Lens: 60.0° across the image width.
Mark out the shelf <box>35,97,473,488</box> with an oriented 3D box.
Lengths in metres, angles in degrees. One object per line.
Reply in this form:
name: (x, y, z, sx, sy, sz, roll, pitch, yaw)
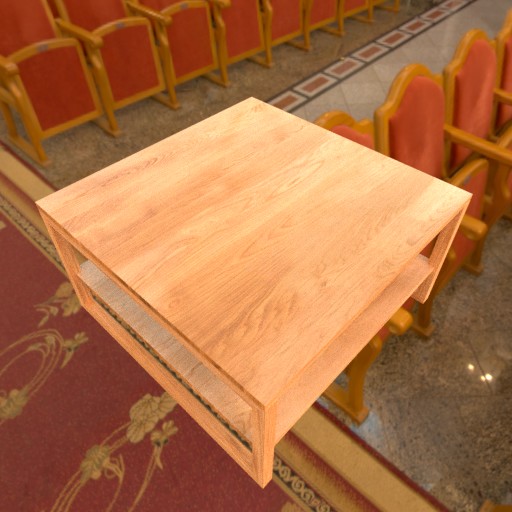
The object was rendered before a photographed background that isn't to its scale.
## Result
shelf: (0.000, 0.000, 1.456, 0.899, 0.480, 0.899, 34, 55, 29)
